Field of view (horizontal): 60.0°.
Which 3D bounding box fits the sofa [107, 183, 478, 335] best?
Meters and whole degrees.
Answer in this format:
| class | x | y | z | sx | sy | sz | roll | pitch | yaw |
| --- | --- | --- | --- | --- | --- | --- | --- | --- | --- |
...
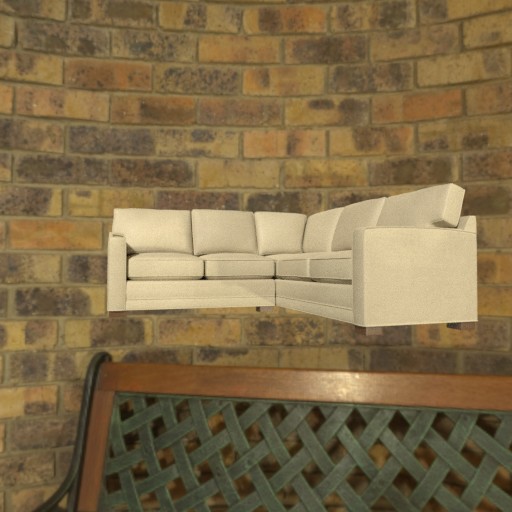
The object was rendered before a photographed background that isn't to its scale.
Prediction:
| class | x | y | z | sx | sy | sz | roll | pitch | yaw |
| --- | --- | --- | --- | --- | --- | --- | --- | --- | --- |
| sofa | 0.000 | 0.000 | 3.435 | 2.182 | 0.939 | 2.189 | 0 | -1 | -18 |
